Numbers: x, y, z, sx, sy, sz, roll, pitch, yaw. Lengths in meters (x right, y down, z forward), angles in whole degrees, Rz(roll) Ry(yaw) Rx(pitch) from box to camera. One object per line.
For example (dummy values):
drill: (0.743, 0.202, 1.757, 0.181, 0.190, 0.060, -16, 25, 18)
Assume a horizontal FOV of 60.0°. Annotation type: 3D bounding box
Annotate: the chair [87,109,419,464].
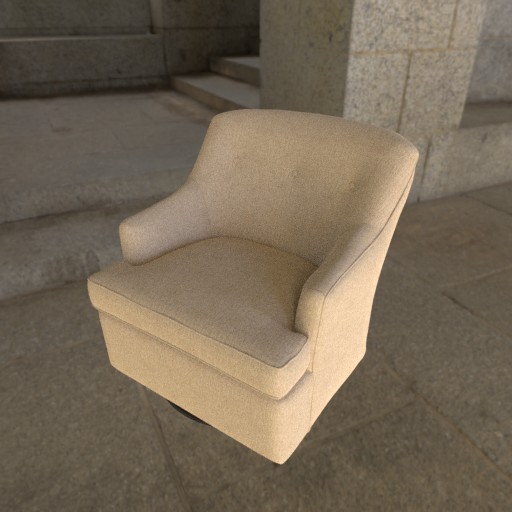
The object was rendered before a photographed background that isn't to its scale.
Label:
chair: (0.000, 0.000, 1.604, 0.864, 0.856, 0.923, 19, 35, 29)
